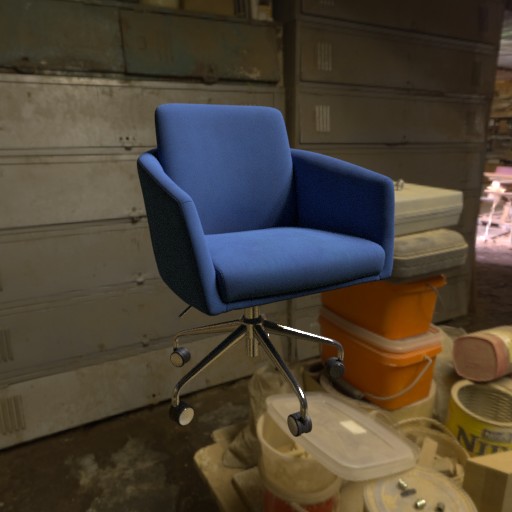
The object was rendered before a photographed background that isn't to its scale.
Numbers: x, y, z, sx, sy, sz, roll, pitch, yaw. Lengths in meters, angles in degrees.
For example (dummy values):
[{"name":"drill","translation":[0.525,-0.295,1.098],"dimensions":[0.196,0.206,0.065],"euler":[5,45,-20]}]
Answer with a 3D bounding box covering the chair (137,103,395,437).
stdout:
[{"name":"chair","translation":[0.000,0.000,1.356],"dimensions":[0.641,0.908,0.635],"euler":[-8,17,-27]}]
